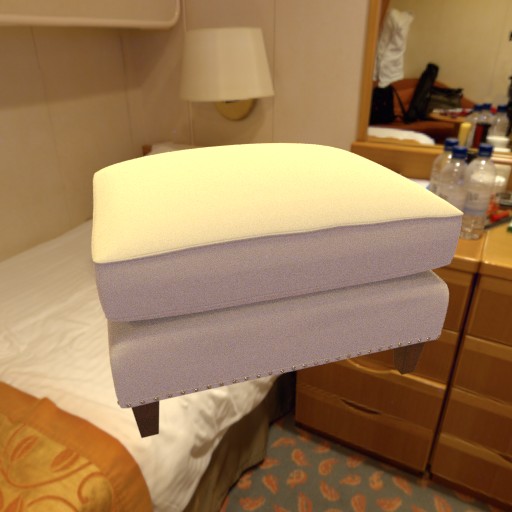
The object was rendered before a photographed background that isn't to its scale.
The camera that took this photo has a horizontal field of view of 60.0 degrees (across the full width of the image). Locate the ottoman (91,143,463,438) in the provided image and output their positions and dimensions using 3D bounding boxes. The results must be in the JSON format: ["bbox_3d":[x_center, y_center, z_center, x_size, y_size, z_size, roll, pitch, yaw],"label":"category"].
[{"bbox_3d":[0.000,0.000,1.128,0.741,0.513,0.584,-8,28,-16],"label":"ottoman"}]
